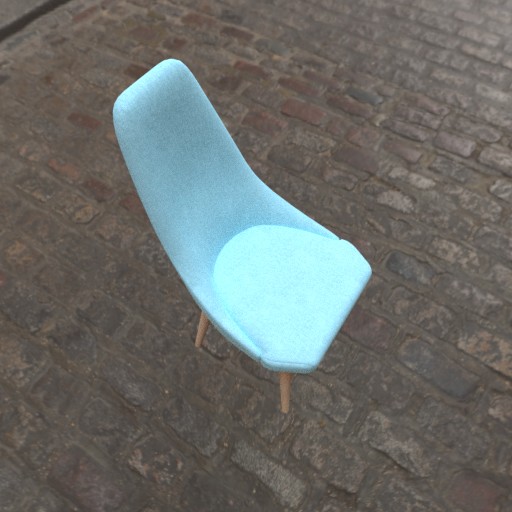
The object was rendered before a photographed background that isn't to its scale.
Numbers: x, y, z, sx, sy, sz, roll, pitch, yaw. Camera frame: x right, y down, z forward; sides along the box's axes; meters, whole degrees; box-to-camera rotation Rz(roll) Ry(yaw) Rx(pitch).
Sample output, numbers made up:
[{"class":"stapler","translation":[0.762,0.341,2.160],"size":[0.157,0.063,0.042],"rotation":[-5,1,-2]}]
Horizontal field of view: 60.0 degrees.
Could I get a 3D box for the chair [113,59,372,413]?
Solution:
[{"class":"chair","translation":[0.000,0.000,1.397],"size":[0.660,1.040,0.510],"rotation":[29,62,17]}]
